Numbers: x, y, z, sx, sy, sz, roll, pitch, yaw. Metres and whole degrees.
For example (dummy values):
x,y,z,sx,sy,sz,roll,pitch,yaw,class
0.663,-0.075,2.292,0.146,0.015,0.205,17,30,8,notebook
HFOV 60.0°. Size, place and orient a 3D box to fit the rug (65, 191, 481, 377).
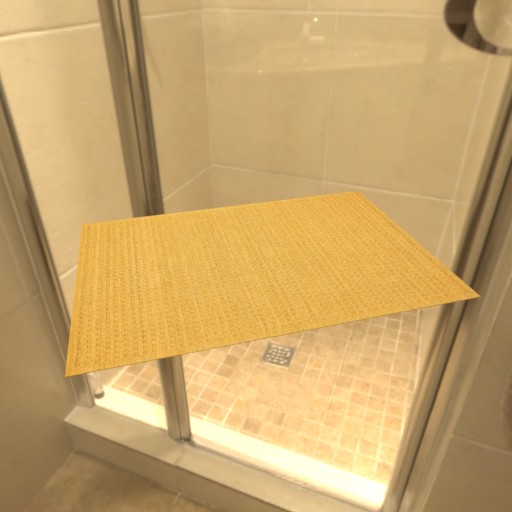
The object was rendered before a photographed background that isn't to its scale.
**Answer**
x,y,z,sx,sy,sz,roll,pitch,yaw,class
0.000,0.000,3.756,2.895,0.006,1.981,-8,33,-13,rug
